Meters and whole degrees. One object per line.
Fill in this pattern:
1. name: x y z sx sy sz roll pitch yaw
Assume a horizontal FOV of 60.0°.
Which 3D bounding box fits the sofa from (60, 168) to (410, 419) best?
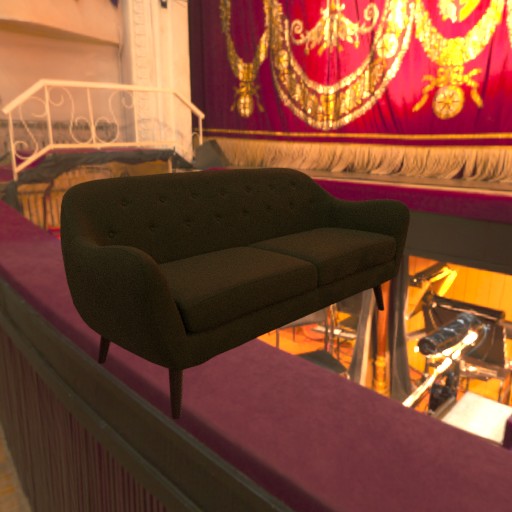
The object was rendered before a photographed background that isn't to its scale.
1. sofa: 0.000 0.000 2.294 0.820 0.836 1.840 14 20 43
